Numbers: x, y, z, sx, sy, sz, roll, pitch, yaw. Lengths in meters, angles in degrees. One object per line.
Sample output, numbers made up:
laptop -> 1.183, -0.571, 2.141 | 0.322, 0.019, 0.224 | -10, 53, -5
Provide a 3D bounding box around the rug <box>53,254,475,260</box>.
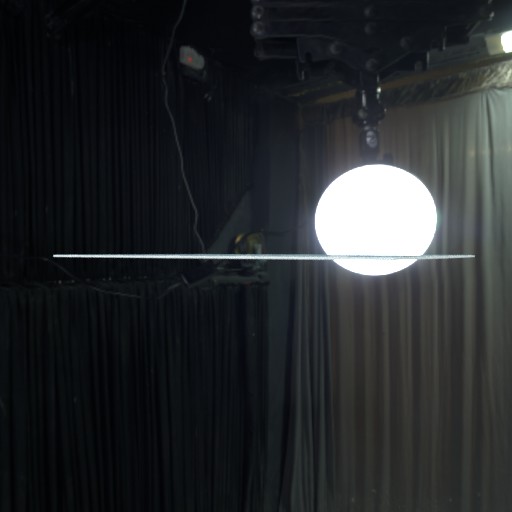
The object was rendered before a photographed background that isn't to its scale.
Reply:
rug -> 0.000, 0.000, 3.020 | 2.443, 0.015, 1.528 | 0, 1, 37
